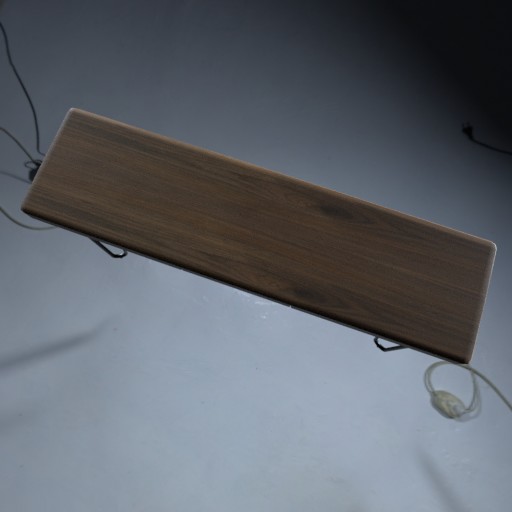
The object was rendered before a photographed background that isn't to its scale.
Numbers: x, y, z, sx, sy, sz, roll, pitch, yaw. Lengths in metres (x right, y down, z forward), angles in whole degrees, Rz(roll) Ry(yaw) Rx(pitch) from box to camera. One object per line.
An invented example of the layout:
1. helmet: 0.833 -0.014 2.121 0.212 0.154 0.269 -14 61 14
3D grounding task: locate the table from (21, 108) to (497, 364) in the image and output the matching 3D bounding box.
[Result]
1. table: 0.000 0.000 1.899 1.570 0.834 0.425 19 77 4
